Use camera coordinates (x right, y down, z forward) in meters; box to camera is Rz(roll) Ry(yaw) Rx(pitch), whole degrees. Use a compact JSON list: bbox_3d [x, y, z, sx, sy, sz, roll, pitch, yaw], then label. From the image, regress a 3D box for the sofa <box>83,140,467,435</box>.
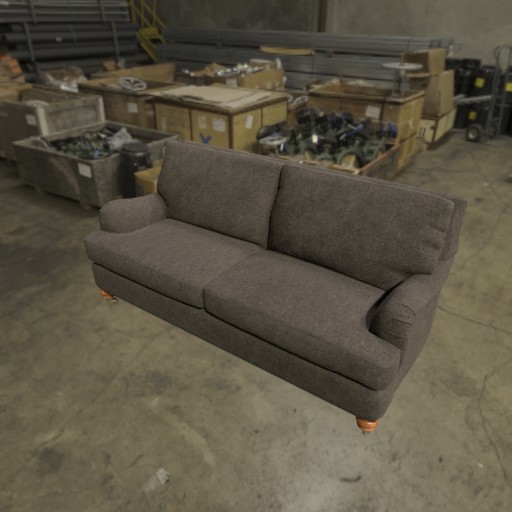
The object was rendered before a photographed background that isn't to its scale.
[{"bbox_3d":[0.000,0.000,2.789,2.160,1.054,1.087,19,34,30],"label":"sofa"}]
